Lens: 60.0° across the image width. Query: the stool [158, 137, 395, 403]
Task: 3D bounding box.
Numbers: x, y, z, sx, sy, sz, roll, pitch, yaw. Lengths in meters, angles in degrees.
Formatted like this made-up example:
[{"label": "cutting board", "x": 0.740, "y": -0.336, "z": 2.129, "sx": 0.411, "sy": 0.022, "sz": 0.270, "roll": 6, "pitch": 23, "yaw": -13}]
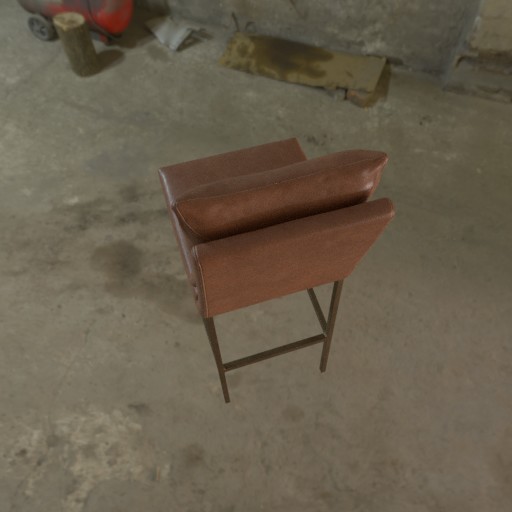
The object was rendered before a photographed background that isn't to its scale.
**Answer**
[{"label": "stool", "x": 0.000, "y": 0.000, "z": 1.419, "sx": 0.463, "sy": 1.124, "sz": 0.571, "roll": -15, "pitch": 58, "yaw": -9}]
